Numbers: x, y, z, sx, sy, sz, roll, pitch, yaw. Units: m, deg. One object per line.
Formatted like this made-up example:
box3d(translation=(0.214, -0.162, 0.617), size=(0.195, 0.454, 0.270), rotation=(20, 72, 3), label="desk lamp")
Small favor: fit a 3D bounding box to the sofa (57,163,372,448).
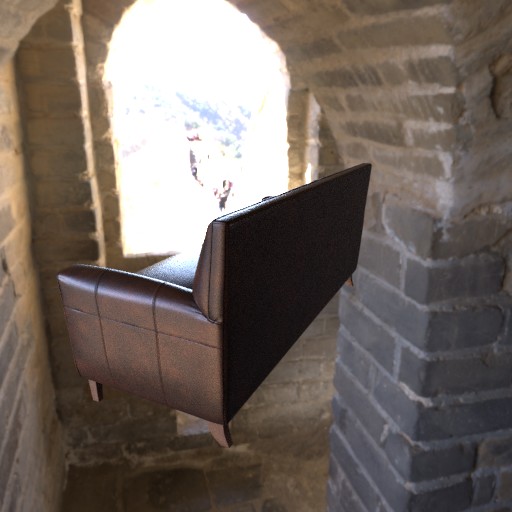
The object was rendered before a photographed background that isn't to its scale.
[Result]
box3d(translation=(0.000, 0.000, 2.427), size=(0.786, 0.871, 1.995), rotation=(8, 19, 25), label="sofa")
